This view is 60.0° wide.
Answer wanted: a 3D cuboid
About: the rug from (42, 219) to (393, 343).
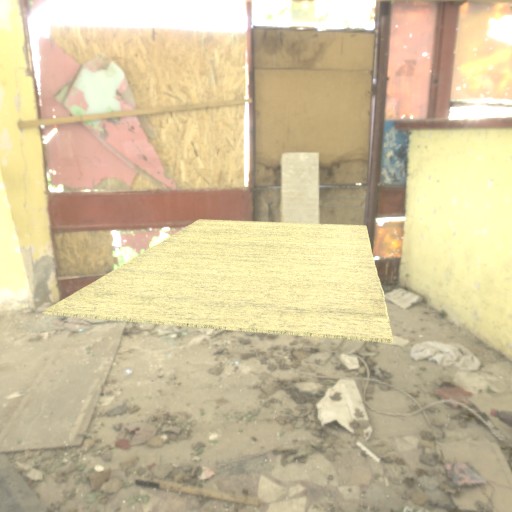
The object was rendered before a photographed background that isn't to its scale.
[{"bbox_3d":[0.000,0.000,2.901,1.523,0.017,2.263,3,16,10],"label":"rug"}]
